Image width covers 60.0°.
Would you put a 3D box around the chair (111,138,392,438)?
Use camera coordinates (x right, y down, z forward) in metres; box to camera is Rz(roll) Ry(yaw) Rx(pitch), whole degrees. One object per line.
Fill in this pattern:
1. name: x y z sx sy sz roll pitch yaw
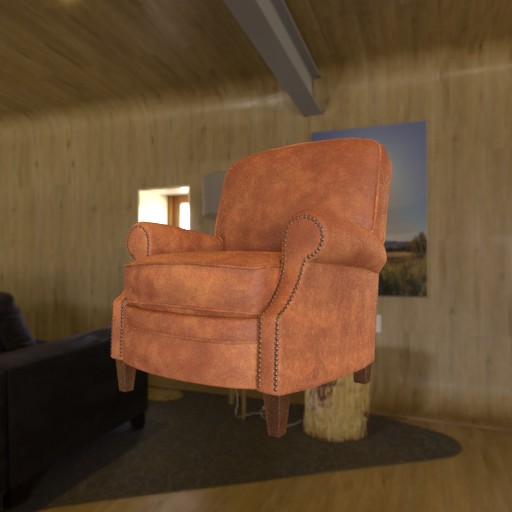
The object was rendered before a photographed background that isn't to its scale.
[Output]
1. chair: 0.000 0.000 1.759 0.936 1.018 0.986 0 0 37
